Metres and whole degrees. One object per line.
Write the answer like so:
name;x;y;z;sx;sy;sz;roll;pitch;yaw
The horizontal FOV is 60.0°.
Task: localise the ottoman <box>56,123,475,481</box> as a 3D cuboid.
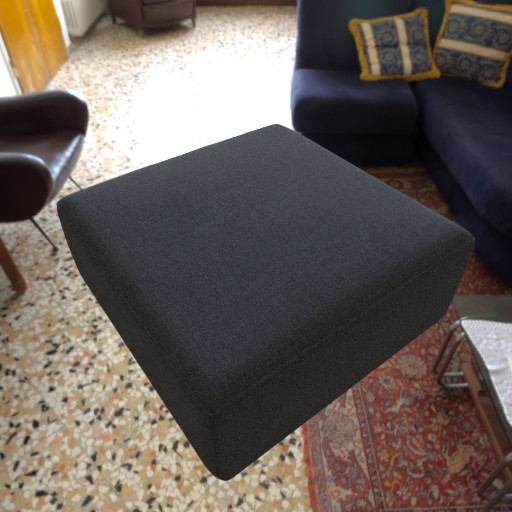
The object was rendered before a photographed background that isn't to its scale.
ottoman;0.000;0.000;1.532;1.000;0.439;1.000;-27;49;-26
